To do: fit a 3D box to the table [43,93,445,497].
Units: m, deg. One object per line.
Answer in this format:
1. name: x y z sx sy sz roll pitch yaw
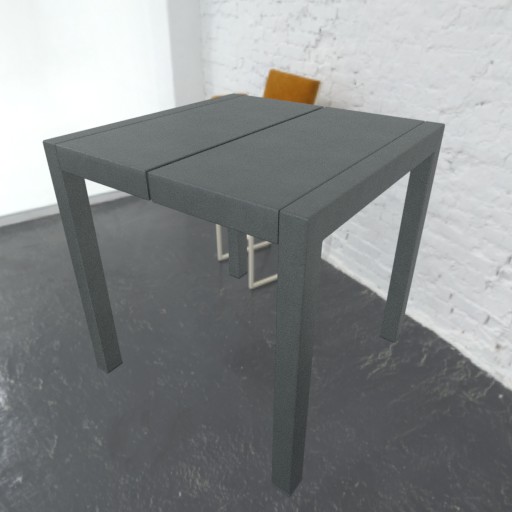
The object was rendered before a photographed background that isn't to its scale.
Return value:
1. table: 0.000 0.000 0.907 0.508 0.508 0.508 20 36 31
